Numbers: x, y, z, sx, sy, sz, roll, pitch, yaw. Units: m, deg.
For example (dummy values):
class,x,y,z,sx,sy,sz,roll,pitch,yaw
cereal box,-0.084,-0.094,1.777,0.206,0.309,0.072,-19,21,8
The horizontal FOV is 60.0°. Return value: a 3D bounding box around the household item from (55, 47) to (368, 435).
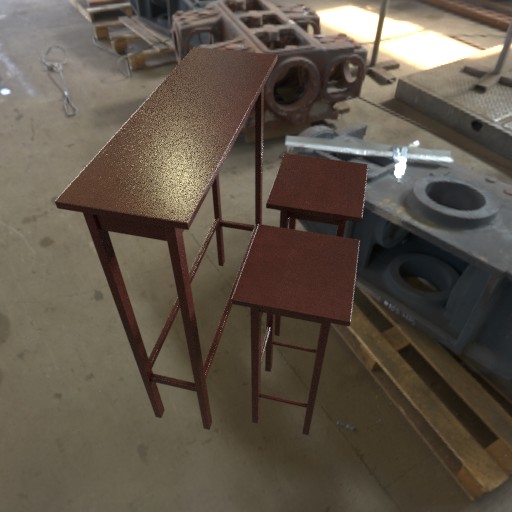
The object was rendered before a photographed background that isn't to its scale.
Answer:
class,x,y,z,sx,sy,sz,roll,pitch,yaw
household item,0.000,0.000,1.593,0.676,1.067,0.914,10,46,10
